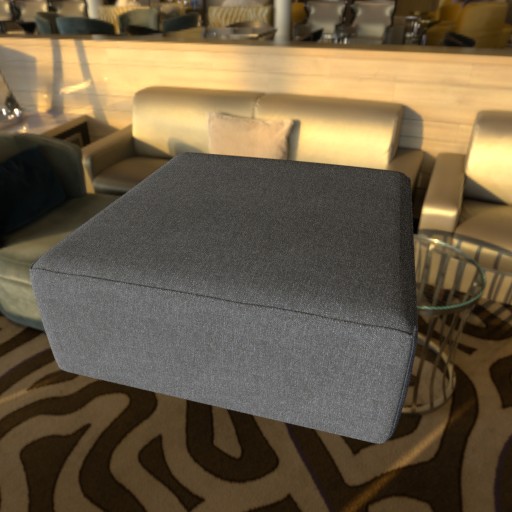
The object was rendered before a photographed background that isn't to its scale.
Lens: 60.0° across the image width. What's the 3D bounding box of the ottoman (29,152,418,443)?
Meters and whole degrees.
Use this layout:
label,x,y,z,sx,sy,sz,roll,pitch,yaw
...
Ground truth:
label,x,y,z,sx,sy,sz,roll,pitch,yaw
ottoman,0.000,0.000,1.521,1.000,0.439,1.000,8,32,13
